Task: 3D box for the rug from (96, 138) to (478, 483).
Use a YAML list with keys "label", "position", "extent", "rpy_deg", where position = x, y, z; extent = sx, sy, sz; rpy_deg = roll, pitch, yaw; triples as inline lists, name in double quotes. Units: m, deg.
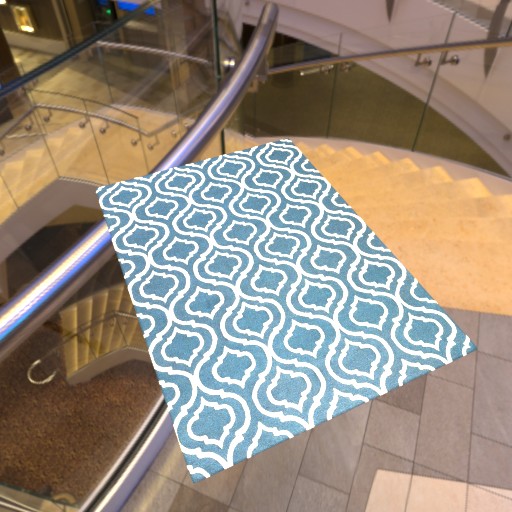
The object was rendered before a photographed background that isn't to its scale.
- label: "rug"
  position: [0.000, 0.000, 4.281]
  extent: [2.438, 0.010, 3.353]
  rpy_deg: [-19, 50, -16]
